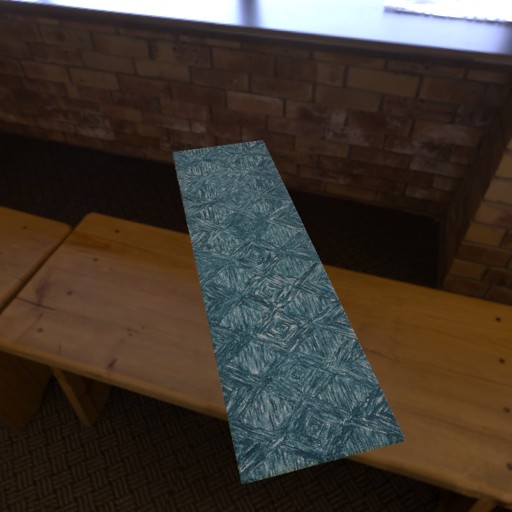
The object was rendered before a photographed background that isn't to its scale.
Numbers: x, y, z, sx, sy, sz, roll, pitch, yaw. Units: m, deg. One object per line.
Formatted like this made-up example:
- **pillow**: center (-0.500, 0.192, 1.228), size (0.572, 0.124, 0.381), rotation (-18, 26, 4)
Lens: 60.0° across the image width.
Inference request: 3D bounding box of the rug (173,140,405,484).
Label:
- **rug**: center (0.000, 0.000, 2.493), size (0.676, 0.016, 2.286), rotation (-10, 47, -10)
